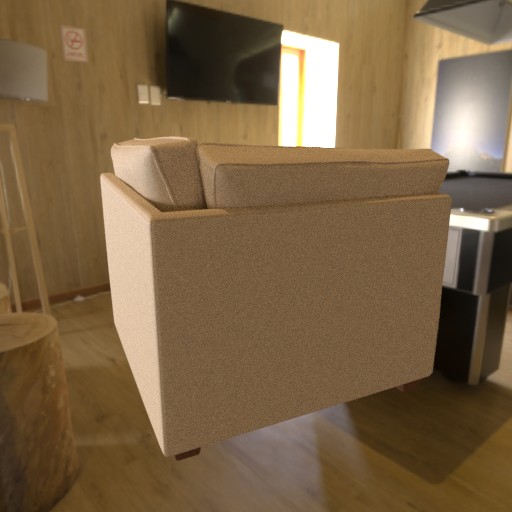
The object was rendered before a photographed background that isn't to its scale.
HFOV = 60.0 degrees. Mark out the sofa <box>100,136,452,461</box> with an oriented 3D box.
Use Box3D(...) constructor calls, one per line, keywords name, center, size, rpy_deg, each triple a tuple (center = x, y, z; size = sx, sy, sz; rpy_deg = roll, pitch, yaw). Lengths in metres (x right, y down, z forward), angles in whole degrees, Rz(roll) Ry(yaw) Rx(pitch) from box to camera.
Box3D(name="sofa", center=(0.000, 0.000, 1.799), size=(1.050, 0.937, 1.042), rpy_deg=(-7, 17, -24))
